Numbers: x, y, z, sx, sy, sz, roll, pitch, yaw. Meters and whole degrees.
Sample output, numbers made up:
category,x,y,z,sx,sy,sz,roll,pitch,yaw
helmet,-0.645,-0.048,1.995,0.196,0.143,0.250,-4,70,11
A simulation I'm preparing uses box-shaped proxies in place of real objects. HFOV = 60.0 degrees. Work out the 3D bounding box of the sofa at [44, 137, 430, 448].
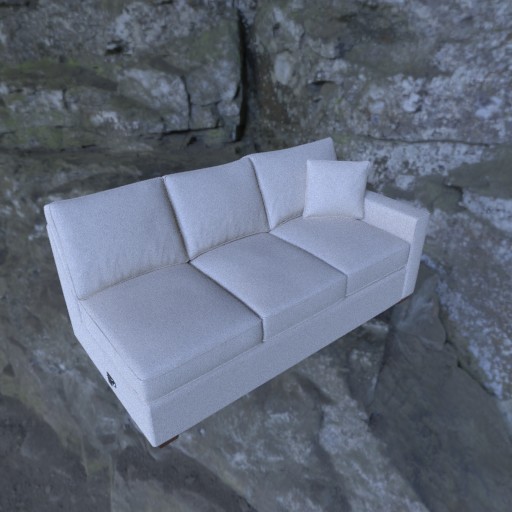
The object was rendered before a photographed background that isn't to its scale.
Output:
category,x,y,z,sx,sy,sz,roll,pitch,yaw
sofa,0.000,0.000,2.571,1.963,0.946,1.034,-21,36,-33
